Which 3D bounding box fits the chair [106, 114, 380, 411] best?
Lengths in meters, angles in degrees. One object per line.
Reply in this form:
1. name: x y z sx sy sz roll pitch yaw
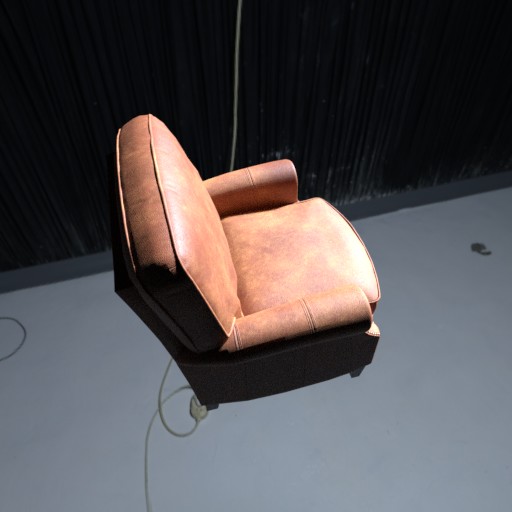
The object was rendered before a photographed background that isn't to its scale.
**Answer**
1. chair: 0.000 0.000 1.771 0.986 1.018 0.936 -11 48 -10
